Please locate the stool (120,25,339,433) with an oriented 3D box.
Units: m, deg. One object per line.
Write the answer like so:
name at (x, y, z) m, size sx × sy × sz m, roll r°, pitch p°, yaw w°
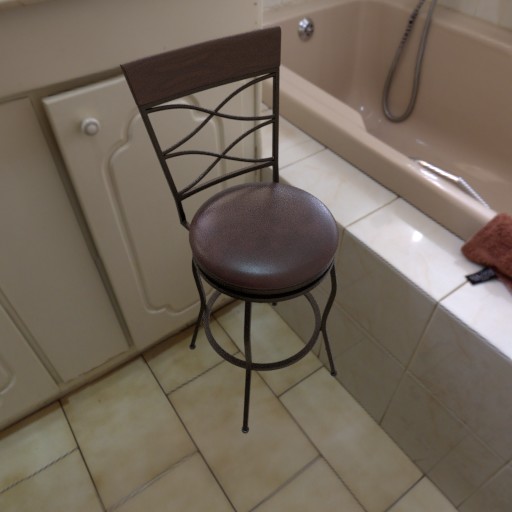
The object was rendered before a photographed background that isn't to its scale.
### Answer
stool at (0.000, 0.000, 1.379) m, size 0.448 × 1.130 × 0.513 m, roll -25°, pitch 51°, yaw -22°
